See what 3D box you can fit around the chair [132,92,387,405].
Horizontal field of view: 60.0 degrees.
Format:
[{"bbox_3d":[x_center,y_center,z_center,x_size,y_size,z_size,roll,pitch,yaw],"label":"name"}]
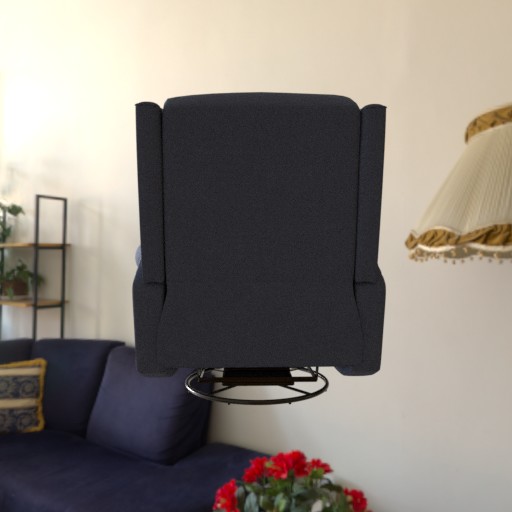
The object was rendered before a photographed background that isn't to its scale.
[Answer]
[{"bbox_3d":[0.000,0.000,1.738,0.971,1.020,0.877,0,0,-2],"label":"chair"}]
